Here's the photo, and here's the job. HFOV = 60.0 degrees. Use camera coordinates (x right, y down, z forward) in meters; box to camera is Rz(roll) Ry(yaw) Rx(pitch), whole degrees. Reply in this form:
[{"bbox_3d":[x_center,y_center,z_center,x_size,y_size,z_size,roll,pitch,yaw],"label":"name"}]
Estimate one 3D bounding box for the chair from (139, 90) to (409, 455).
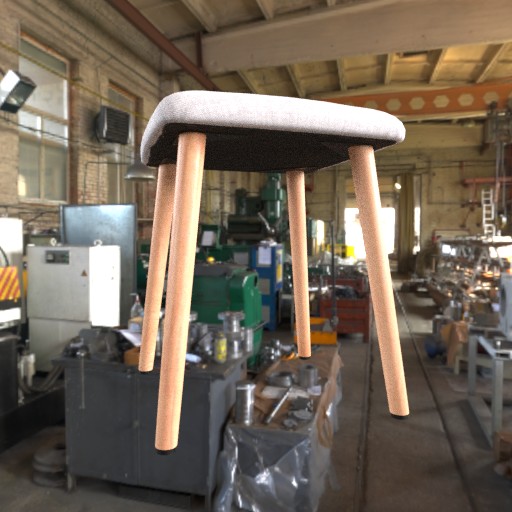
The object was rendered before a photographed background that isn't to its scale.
[{"bbox_3d":[0.000,0.000,0.710,0.350,0.440,0.350,-1,2,-18],"label":"chair"}]
